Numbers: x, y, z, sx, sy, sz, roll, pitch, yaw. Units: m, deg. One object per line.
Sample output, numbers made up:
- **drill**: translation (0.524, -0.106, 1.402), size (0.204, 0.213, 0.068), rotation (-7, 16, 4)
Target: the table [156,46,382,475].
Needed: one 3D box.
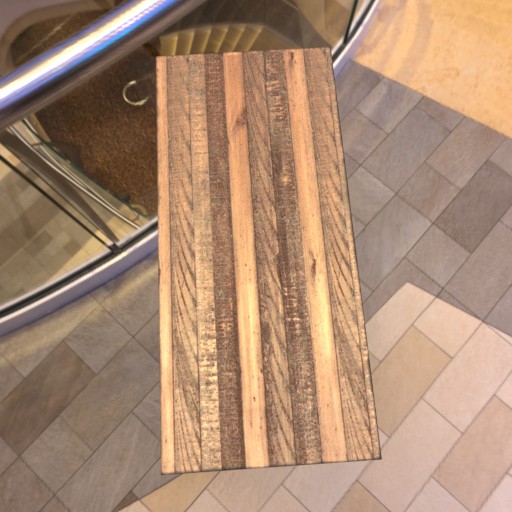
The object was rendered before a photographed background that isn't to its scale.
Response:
- **table**: translation (0.000, 0.000, 1.216), size (0.452, 0.399, 0.990), rotation (-4, 76, -1)
